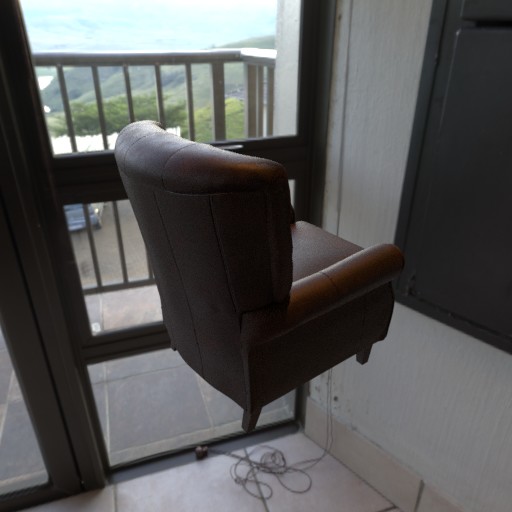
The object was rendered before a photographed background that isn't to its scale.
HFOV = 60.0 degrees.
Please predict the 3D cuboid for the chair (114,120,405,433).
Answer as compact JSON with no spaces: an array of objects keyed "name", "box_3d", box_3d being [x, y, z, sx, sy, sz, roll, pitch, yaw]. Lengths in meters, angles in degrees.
[{"name":"chair","box_3d":[0.000,0.000,1.950,1.058,1.158,0.948,-19,33,-32]}]
